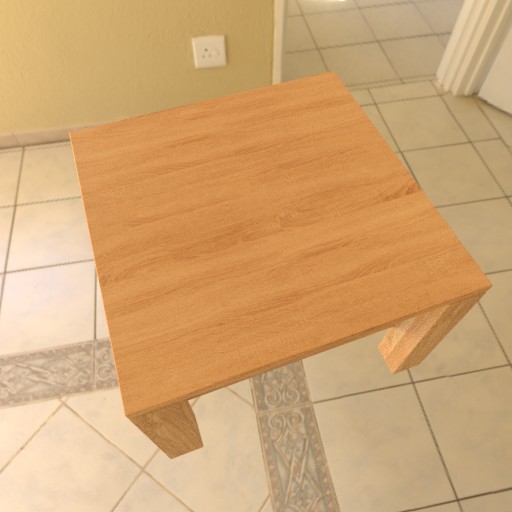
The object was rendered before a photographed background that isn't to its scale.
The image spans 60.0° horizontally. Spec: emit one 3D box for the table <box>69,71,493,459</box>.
[{"bbox_3d":[0.000,0.000,1.139,0.700,0.450,0.700,-17,59,-11],"label":"table"}]
